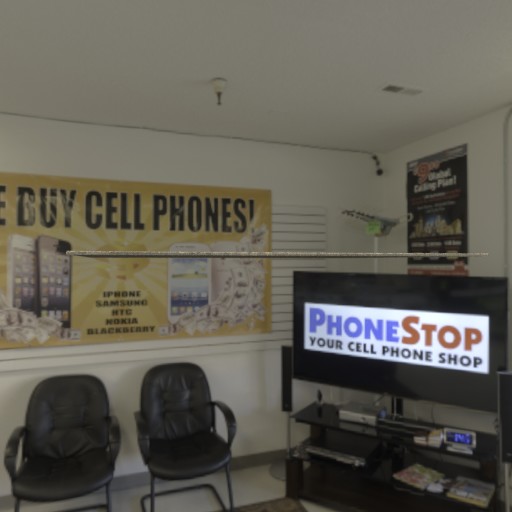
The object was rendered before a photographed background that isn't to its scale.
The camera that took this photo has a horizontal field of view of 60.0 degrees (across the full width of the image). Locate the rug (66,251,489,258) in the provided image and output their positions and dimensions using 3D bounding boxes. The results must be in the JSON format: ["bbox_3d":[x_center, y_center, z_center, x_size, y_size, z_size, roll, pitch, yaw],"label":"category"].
[{"bbox_3d":[0.000,0.000,4.133,3.049,0.025,2.449,0,-1,-18],"label":"rug"}]
